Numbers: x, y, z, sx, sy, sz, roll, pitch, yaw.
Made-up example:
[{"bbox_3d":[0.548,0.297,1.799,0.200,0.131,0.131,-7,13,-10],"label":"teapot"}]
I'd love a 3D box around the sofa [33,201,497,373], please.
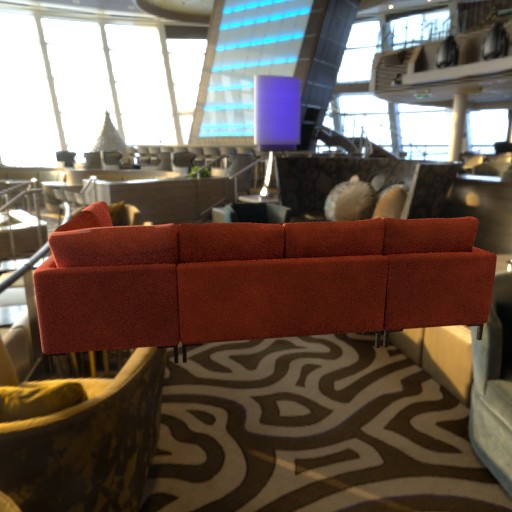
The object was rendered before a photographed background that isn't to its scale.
[{"bbox_3d":[0.000,0.000,3.695,2.971,0.858,1.981,-2,14,-9],"label":"sofa"}]
